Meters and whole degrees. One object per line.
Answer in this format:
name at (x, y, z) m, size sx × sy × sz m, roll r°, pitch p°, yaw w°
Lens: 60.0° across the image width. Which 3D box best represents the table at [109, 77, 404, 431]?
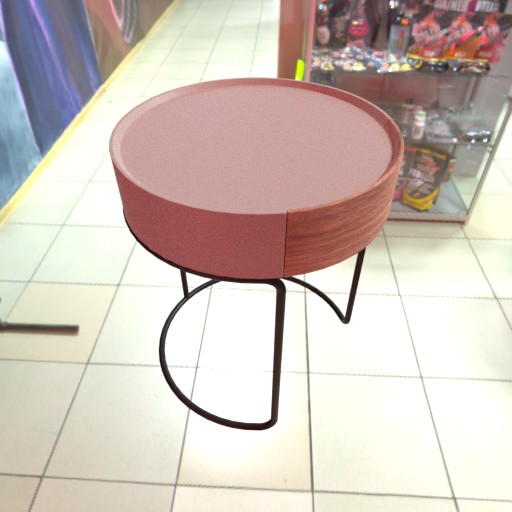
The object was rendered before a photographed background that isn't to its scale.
table at (0.000, 0.000, 0.867) m, size 0.450 × 0.530 × 0.450 m, roll 0°, pitch 42°, yaw 0°
